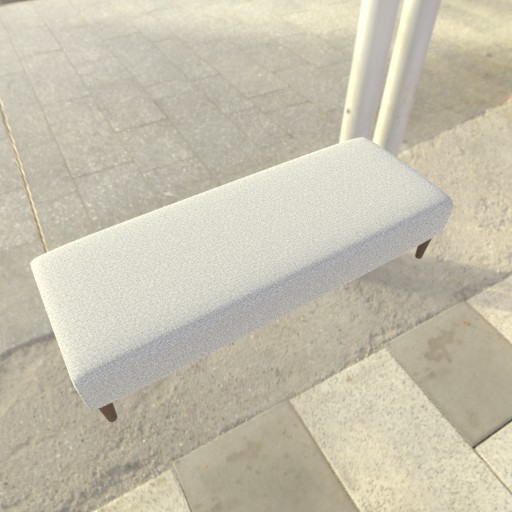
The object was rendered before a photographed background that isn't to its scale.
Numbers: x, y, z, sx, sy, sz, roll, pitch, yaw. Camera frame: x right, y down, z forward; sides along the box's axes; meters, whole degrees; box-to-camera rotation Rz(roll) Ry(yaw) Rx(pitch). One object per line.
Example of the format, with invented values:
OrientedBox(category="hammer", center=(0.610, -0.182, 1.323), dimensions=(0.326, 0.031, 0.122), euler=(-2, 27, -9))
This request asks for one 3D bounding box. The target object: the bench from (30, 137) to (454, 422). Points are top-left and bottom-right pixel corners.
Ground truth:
OrientedBox(category="bench", center=(0.000, 0.000, 1.847), dimensions=(1.598, 0.383, 0.631), euler=(-24, 51, -21))
